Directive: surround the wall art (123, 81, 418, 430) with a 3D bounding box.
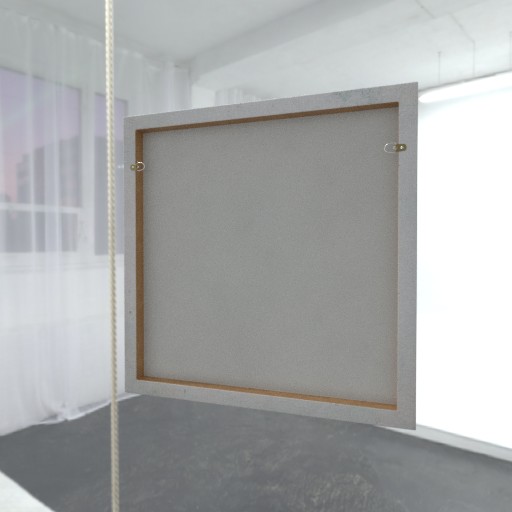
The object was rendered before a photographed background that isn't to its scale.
[{"bbox_3d":[0.000,0.000,0.896,0.612,0.612,0.040,0,1,20],"label":"wall art"}]
